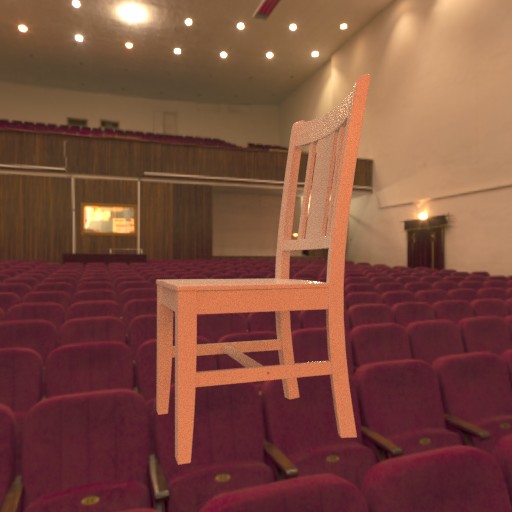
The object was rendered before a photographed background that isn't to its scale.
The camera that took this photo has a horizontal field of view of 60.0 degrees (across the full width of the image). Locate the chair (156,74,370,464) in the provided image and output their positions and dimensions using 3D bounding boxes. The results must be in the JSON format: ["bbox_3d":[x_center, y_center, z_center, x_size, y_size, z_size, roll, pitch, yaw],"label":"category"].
[{"bbox_3d":[0.000,0.000,1.338,0.555,0.998,0.450,0,-1,-20],"label":"chair"}]
